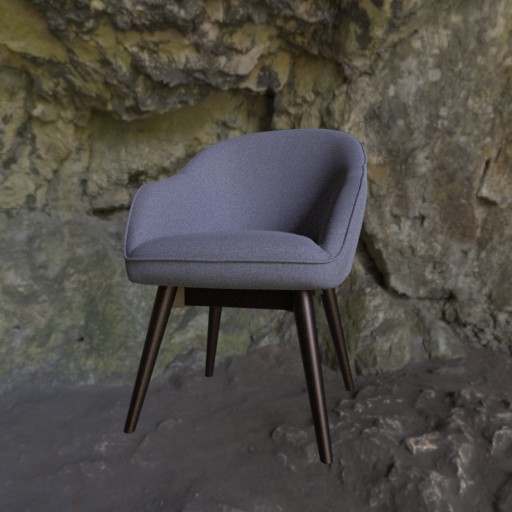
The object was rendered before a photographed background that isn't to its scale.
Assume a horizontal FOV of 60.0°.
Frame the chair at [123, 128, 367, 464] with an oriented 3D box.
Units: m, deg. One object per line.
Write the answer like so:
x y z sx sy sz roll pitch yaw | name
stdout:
0.000 0.000 1.193 0.589 0.810 0.611 1 2 18 | chair
